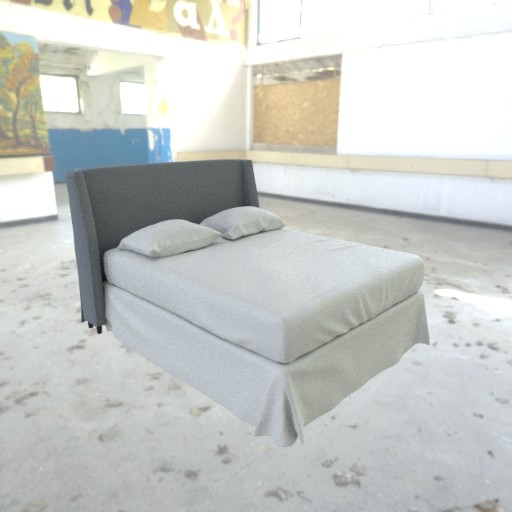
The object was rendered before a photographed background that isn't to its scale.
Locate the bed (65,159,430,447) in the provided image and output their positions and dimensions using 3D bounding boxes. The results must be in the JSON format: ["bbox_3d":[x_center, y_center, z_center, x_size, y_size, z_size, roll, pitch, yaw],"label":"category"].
[{"bbox_3d":[0.000,0.000,3.466,2.276,1.332,1.925,15,22,42],"label":"bed"}]
